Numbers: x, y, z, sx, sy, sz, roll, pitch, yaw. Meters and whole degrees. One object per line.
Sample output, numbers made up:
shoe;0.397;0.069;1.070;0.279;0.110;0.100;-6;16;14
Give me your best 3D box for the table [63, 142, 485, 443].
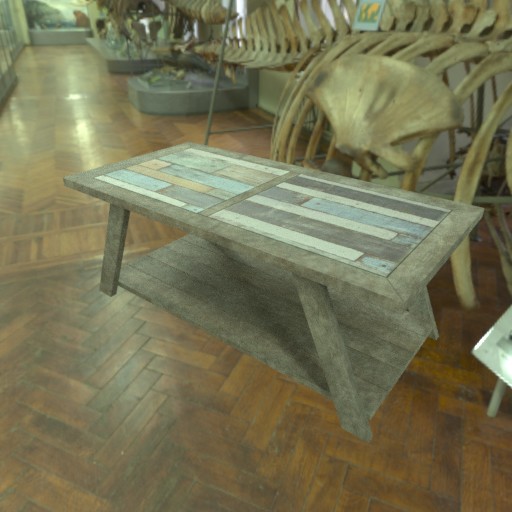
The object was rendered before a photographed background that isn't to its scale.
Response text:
table;0.000;0.000;1.526;1.219;0.470;0.610;21;35;33
